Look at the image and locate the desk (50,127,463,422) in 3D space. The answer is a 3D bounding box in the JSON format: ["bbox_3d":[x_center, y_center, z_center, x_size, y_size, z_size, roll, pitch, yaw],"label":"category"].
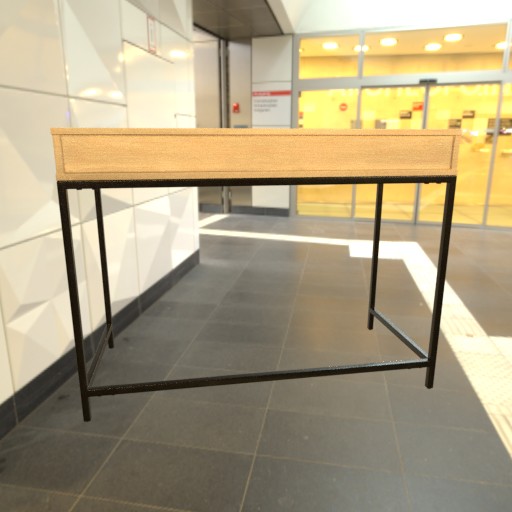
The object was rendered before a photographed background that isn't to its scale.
[{"bbox_3d":[0.000,0.000,1.397,1.016,0.762,0.470,-2,15,-9],"label":"desk"}]
